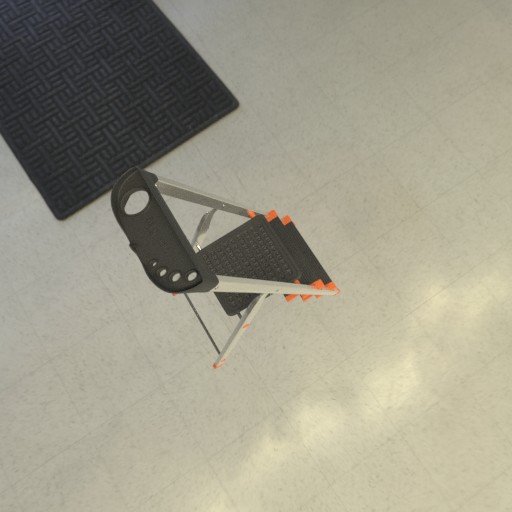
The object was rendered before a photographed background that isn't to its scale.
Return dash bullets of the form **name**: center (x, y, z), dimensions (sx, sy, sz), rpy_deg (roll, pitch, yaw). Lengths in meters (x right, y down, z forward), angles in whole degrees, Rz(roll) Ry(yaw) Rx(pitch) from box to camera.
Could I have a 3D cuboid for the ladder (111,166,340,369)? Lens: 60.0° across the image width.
- **ladder**: center (0.000, 0.000, 1.508), dimensions (0.686, 1.229, 0.416), rpy_deg (-30, 76, -8)
